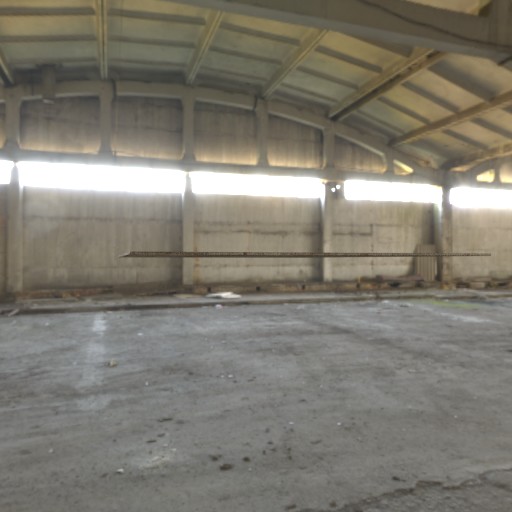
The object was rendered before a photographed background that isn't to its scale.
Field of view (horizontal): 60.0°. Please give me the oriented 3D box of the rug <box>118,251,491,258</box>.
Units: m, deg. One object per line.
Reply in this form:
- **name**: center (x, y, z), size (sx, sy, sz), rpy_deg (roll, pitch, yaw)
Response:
- **rug**: center (0.000, 0.000, 3.991), size (2.317, 0.016, 2.959), rpy_deg (0, 0, -18)
